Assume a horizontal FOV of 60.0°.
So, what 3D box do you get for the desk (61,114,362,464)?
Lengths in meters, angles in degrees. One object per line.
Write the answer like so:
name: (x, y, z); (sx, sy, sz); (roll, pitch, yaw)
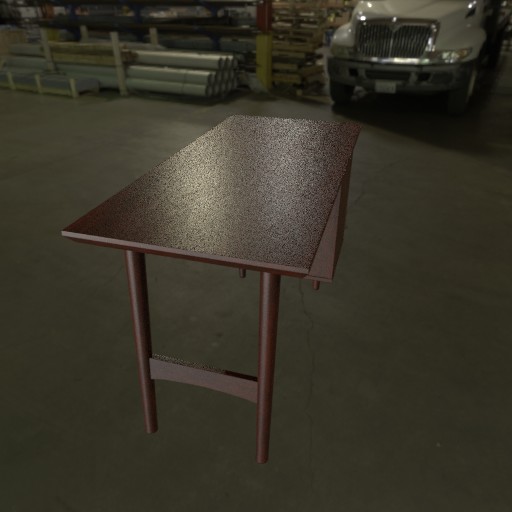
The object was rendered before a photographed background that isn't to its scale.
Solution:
desk: (0.000, 0.000, 1.723); (0.612, 0.758, 1.277); (9, 32, 14)
